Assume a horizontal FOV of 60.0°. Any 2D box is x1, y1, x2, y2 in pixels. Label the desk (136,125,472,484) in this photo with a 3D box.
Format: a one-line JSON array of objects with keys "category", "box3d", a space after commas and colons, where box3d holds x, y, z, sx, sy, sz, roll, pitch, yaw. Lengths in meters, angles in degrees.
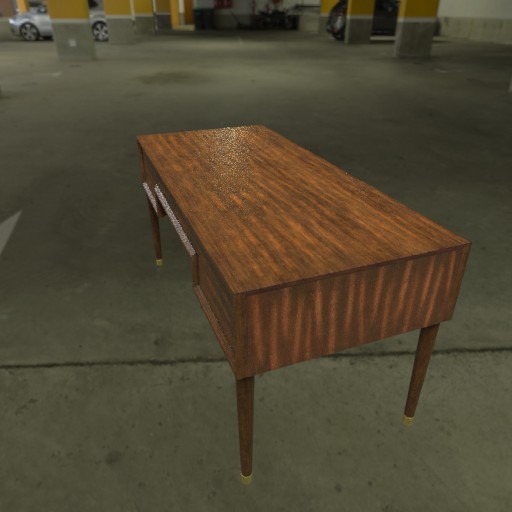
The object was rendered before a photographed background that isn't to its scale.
[{"category": "desk", "box3d": [0.000, 0.000, 1.968, 0.724, 0.762, 1.575, -11, 31, -19]}]
